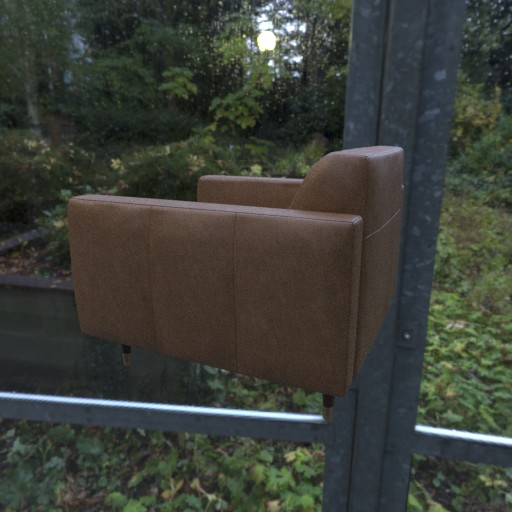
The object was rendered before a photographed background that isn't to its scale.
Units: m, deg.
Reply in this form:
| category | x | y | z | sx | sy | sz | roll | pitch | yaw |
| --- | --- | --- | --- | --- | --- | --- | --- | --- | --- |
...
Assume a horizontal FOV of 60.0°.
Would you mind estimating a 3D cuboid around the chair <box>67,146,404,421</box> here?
| category | x | y | z | sx | sy | sz | roll | pitch | yaw |
| --- | --- | --- | --- | --- | --- | --- | --- | --- | --- |
| chair | 0.000 | 0.000 | 1.710 | 0.998 | 0.819 | 0.953 | 7 | 17 | 24 |
